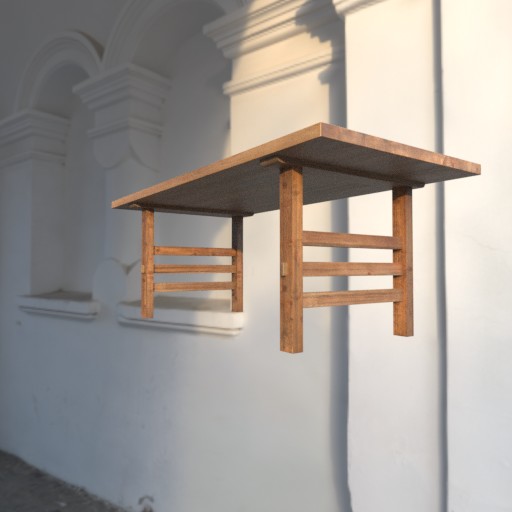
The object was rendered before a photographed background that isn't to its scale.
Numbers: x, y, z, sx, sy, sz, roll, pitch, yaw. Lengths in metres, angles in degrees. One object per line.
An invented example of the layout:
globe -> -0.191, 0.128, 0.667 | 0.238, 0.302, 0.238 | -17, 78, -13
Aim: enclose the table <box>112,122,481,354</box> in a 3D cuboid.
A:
table -> 0.000, 0.000, 2.434 | 0.952, 0.760, 2.003 | 1, -2, -36
